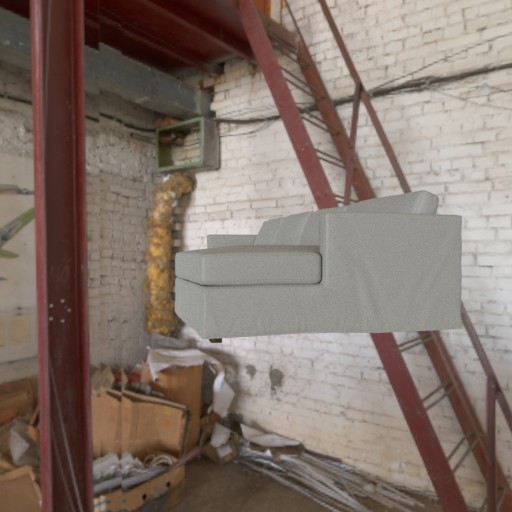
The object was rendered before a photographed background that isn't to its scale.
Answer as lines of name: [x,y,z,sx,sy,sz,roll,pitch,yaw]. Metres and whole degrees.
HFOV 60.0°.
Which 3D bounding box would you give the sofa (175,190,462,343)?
sofa: [0.000,0.000,3.936,1.622,0.867,3.177,0,0,-18]
